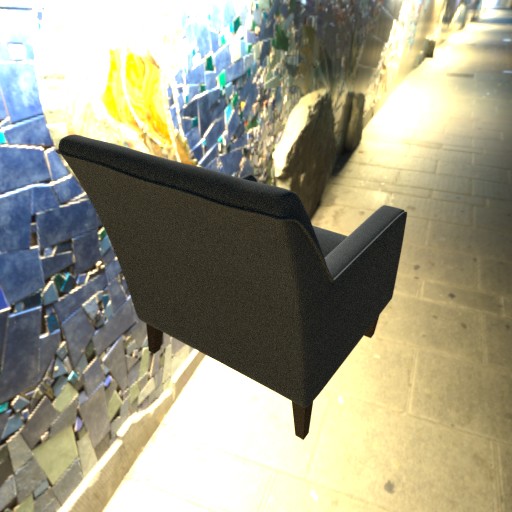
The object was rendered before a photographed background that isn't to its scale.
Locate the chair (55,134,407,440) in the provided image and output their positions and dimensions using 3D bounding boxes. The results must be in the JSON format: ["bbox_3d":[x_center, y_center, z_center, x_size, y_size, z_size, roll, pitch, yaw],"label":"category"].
[{"bbox_3d":[0.000,0.000,1.577,0.780,0.919,0.899,20,36,30],"label":"chair"}]
